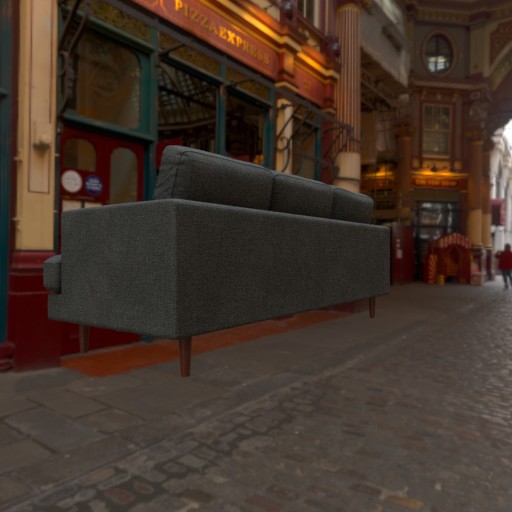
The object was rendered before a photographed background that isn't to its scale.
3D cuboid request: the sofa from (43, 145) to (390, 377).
[{"bbox_3d":[0.000,0.000,2.735,0.903,0.930,2.246,0,1,36],"label":"sofa"}]
